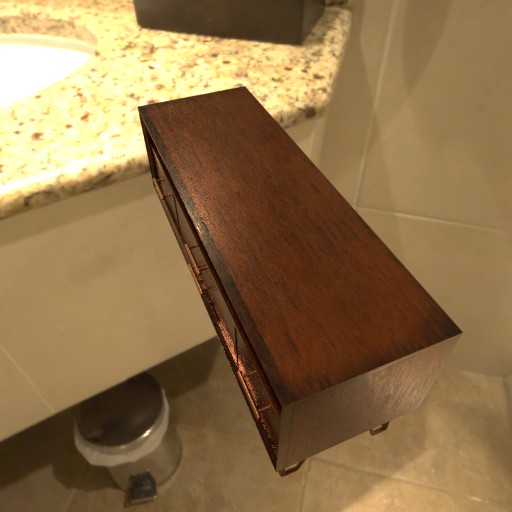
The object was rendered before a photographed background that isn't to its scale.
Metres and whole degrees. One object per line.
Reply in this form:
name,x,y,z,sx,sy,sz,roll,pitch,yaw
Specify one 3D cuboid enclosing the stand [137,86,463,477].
stand,0.000,0.000,1.632,0.481,0.610,1.372,-17,49,-16
